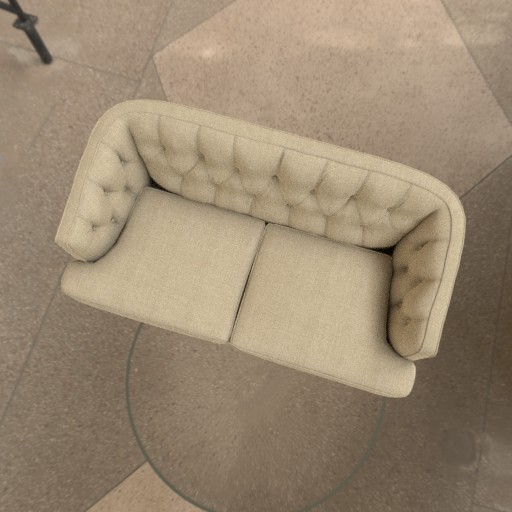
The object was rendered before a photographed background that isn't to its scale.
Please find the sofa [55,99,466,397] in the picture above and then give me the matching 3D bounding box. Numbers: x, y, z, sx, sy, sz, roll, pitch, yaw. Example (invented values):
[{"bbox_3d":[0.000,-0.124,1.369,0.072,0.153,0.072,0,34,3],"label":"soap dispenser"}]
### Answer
[{"bbox_3d":[0.000,0.000,2.207,1.733,0.855,0.941,16,76,4],"label":"sofa"}]
